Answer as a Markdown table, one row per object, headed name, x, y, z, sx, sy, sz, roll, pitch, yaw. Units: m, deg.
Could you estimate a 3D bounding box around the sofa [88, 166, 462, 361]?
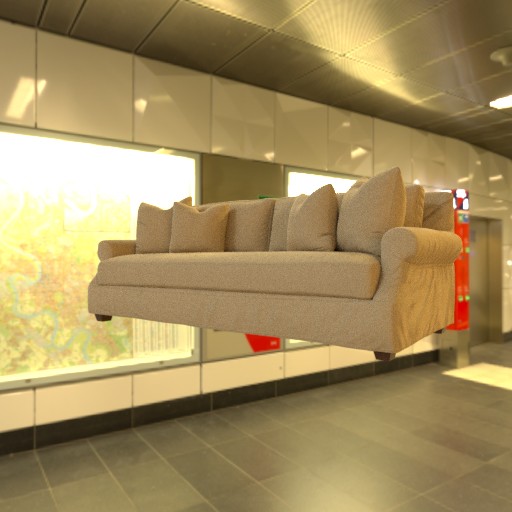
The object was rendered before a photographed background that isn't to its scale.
| name | x | y | z | sx | sy | sz | roll | pitch | yaw |
| --- | --- | --- | --- | --- | --- | --- | --- | --- | --- |
| sofa | 0.000 | 0.000 | 2.855 | 2.285 | 0.904 | 1.067 | 0 | -1 | 36 |
